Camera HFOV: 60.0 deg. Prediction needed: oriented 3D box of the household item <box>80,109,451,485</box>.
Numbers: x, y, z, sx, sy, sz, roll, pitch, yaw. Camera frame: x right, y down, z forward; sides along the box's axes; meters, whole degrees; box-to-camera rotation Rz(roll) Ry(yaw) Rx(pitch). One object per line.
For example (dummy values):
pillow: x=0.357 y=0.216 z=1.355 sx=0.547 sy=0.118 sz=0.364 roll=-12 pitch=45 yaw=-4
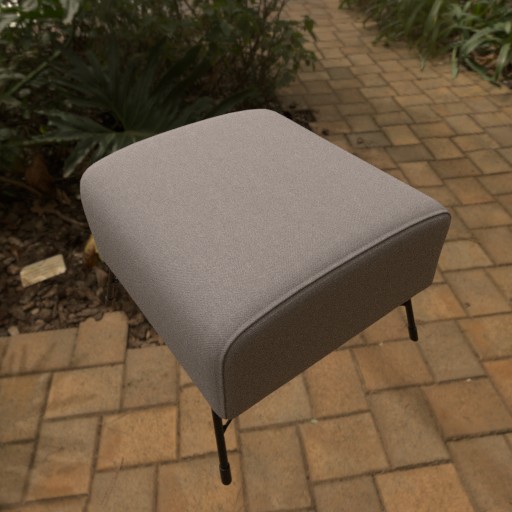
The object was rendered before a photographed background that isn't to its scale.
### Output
household item: x=0.000 y=0.000 z=0.904 sx=0.530 sy=0.410 sz=0.530 roll=-27 pitch=49 yaw=-26
